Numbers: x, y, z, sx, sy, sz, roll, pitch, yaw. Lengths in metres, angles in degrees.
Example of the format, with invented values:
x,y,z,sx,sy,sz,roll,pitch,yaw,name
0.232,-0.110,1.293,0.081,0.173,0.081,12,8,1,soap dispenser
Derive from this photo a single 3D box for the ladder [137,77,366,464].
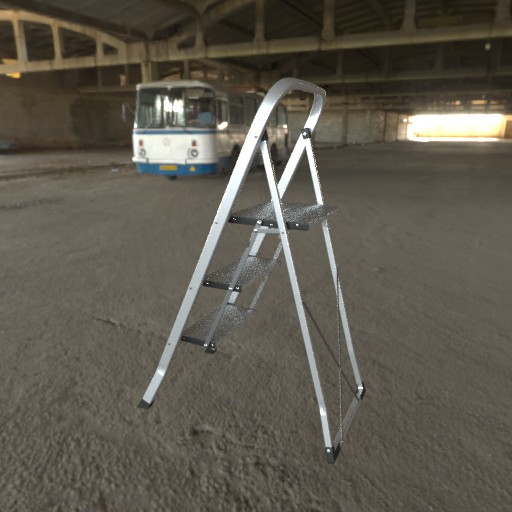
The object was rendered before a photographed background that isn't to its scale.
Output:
x,y,z,sx,sy,sz,roll,pitch,yaw,name
0.000,0.000,1.462,0.704,1.070,0.465,8,18,25,ladder
